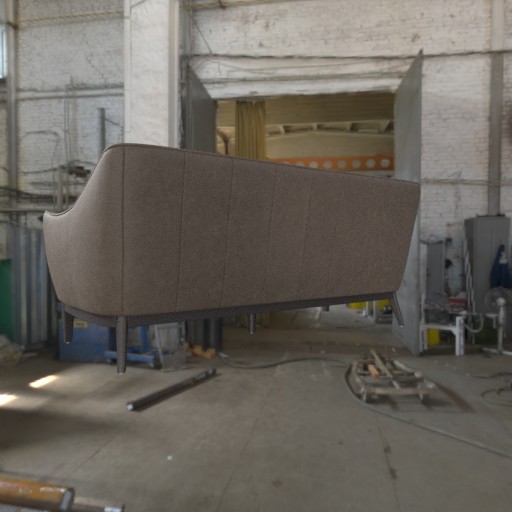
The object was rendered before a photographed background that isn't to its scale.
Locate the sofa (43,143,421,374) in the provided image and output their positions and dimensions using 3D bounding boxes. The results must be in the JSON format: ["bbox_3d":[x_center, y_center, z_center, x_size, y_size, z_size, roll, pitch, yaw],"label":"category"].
[{"bbox_3d":[0.000,0.000,2.339,1.928,0.831,0.869,-1,2,-36],"label":"sofa"}]
